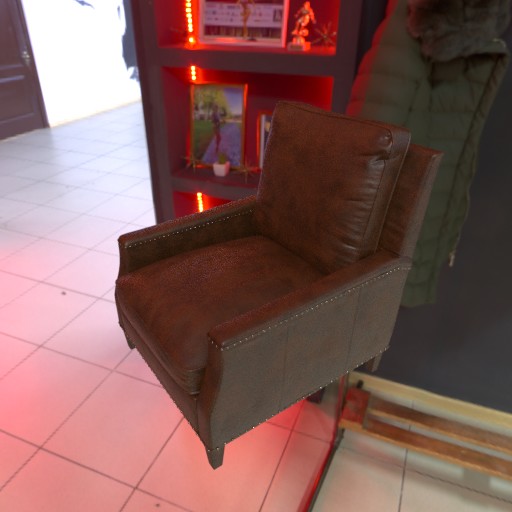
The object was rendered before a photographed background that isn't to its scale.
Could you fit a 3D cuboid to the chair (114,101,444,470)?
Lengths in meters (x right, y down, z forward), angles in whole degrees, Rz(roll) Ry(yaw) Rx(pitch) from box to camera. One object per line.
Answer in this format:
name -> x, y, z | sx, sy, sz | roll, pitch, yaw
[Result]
chair -> 0.000, 0.000, 1.812 | 1.035, 1.054, 0.854 | -20, 35, -30
